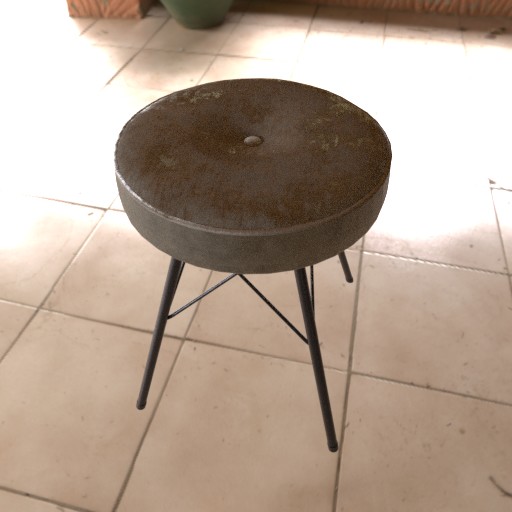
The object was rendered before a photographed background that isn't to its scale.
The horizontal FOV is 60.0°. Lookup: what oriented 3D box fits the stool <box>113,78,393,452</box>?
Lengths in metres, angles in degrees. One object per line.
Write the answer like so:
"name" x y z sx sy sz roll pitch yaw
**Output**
"stool" 0.000 0.000 0.842 0.423 0.538 0.457 9 47 9
